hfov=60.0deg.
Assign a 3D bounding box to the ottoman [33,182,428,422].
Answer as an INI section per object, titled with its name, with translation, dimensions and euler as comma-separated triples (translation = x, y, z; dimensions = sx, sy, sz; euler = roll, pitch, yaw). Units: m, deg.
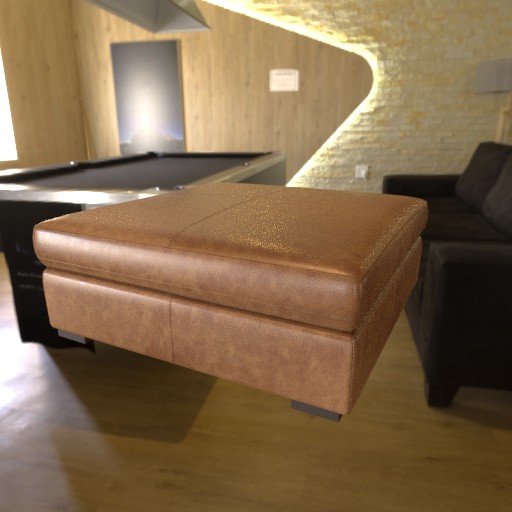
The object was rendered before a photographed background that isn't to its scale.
[ottoman]
translation = 0.000, 0.000, 1.818
dimensions = 1.168, 0.483, 1.169
euler = 9, 19, 26
